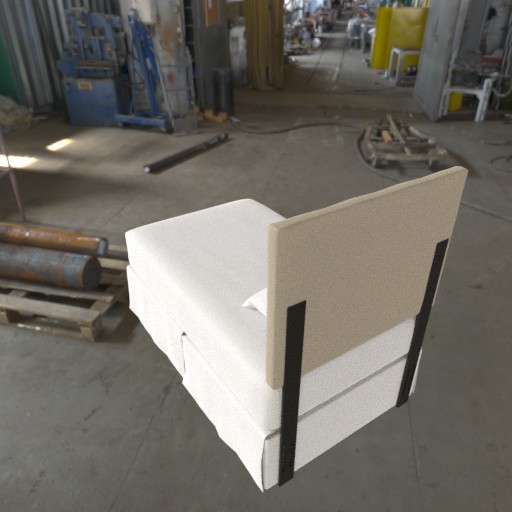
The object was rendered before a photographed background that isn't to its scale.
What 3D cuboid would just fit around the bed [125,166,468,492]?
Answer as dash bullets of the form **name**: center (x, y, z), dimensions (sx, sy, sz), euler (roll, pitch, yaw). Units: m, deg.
- **bed**: center (0.000, 0.000, 2.931), dimensions (1.261, 1.571, 1.997), euler (-19, 36, -29)
